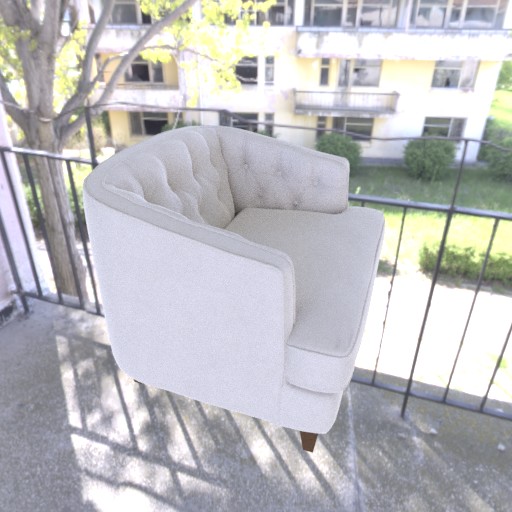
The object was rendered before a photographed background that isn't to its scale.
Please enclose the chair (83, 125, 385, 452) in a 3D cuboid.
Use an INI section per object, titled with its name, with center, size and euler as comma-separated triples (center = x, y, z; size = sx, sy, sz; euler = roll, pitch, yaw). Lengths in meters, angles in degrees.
[chair]
center = 0.000, 0.000, 1.772
size = 0.941, 0.852, 1.104
euler = 10, 30, 17
